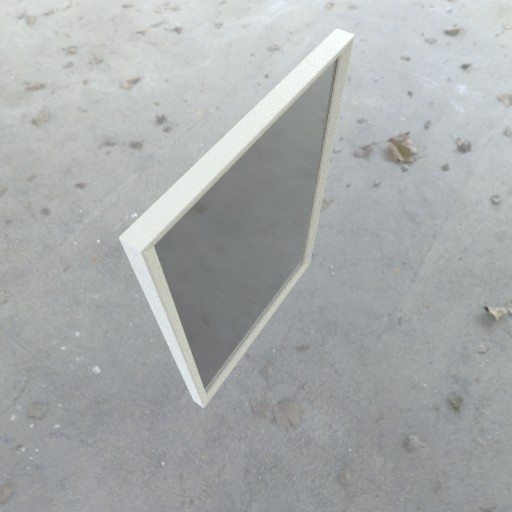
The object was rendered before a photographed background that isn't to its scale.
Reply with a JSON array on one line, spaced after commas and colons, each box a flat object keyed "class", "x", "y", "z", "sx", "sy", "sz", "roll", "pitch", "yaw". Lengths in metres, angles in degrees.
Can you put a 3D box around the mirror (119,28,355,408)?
[{"class": "mirror", "x": 0.000, "y": 0.000, "z": 0.910, "sx": 0.039, "sy": 0.710, "sz": 0.507, "roll": 30, "pitch": 62, "yaw": 18}]
